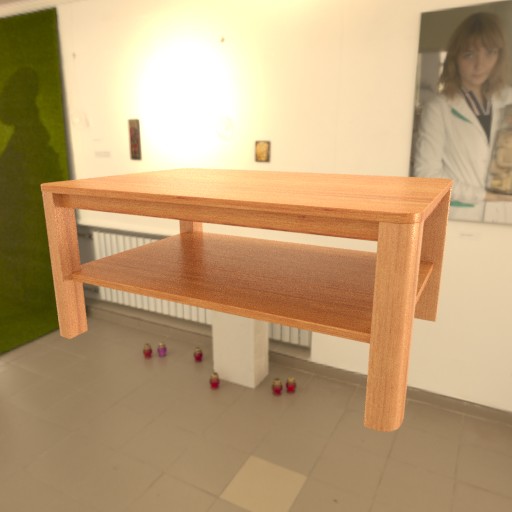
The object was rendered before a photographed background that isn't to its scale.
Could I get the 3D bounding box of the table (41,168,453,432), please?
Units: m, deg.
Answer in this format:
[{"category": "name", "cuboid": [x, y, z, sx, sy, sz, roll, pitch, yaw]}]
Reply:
[{"category": "table", "cuboid": [0.000, 0.000, 1.334, 0.997, 0.445, 0.696, 8, 17, 27]}]
